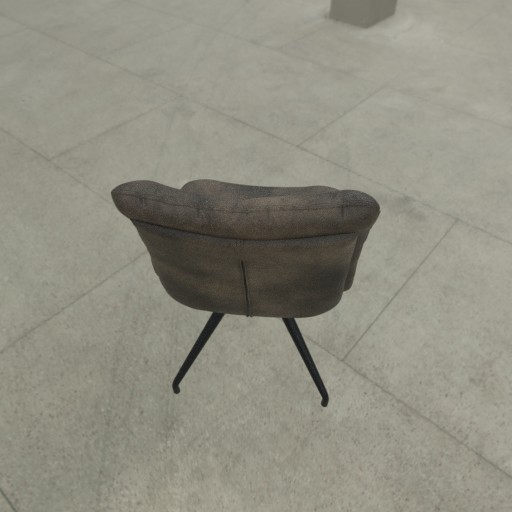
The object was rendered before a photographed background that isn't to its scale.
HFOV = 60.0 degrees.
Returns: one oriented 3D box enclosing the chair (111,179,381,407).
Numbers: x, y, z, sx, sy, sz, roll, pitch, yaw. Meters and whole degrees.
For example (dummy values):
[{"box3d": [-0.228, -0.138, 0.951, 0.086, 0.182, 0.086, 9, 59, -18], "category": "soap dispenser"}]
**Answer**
[{"box3d": [0.000, 0.000, 1.263, 0.549, 0.870, 0.622, 4, 46, 4], "category": "chair"}]
